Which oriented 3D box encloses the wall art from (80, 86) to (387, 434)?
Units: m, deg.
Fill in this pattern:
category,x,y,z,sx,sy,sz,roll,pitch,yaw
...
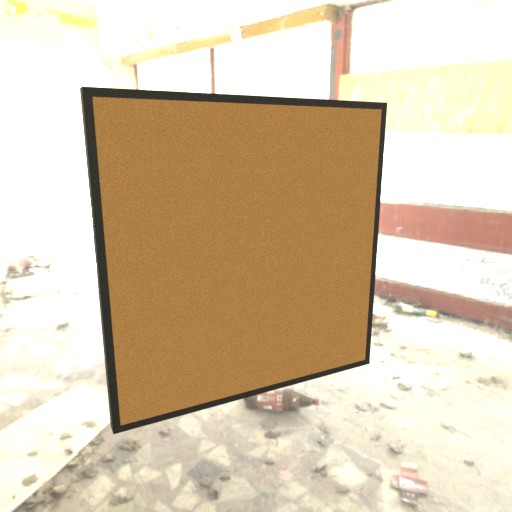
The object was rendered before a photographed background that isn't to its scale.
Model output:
category,x,y,z,sx,sy,sz,roll,pitch,yaw
wall art,0.000,0.000,1.121,0.763,0.763,0.038,-7,16,-26
